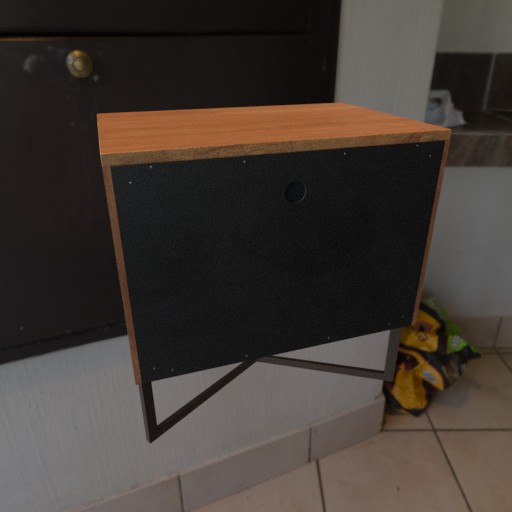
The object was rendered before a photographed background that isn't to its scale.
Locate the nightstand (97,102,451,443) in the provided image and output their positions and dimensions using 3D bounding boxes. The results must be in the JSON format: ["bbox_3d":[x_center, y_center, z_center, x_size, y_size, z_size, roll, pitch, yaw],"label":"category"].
[{"bbox_3d":[0.000,0.000,1.037,0.613,0.615,0.427,-8,27,-17],"label":"nightstand"}]
